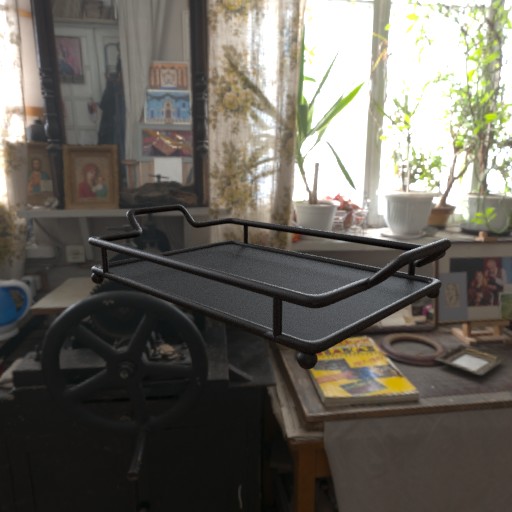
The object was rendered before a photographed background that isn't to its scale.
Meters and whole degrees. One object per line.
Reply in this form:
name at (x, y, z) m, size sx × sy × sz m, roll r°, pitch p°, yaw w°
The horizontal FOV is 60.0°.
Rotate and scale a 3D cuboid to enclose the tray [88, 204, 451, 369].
tray at (0.000, 0.000, 0.625) m, size 0.495 × 0.101 × 0.297 m, roll 12°, pitch 18°, yaw 42°
